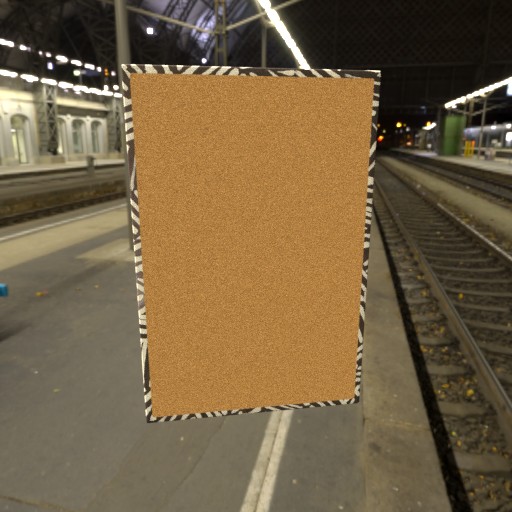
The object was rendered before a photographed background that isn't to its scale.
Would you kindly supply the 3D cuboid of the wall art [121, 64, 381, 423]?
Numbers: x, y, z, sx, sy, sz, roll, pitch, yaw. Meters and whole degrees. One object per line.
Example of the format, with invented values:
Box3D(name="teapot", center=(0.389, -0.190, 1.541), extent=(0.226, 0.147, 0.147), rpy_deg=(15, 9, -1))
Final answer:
Box3D(name="wall art", center=(0.000, 0.000, 1.166), extent=(0.615, 0.918, 0.035), rpy_deg=(-2, 15, -9))
